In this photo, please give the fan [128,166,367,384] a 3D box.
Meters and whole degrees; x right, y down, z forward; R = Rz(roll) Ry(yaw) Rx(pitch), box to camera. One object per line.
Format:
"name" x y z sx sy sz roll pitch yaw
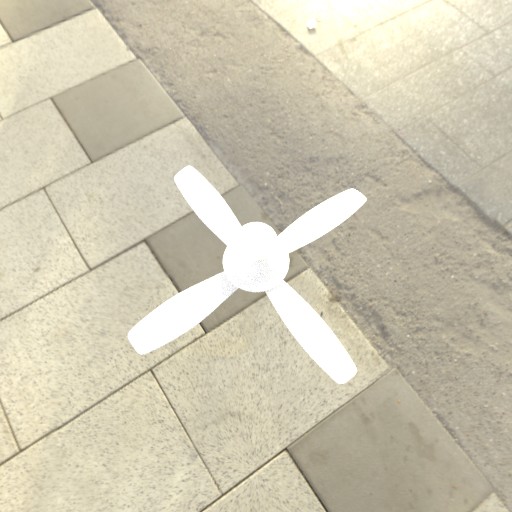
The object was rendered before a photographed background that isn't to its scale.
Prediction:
"fan" 0.000 0.000 2.574 1.693 0.382 1.694 -34 69 -15
